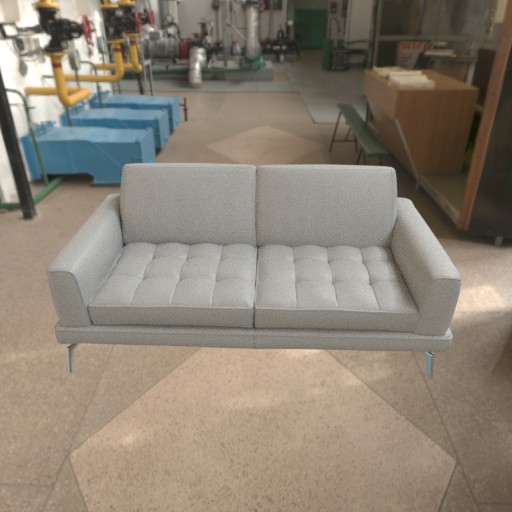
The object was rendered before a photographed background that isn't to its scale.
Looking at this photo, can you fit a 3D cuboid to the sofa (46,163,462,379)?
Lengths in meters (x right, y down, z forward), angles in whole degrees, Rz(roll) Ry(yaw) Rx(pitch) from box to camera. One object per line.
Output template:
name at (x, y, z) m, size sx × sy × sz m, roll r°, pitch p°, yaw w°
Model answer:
sofa at (0.000, 0.000, 2.732) m, size 2.177 × 0.930 × 1.121 m, roll 1°, pitch 30°, yaw 2°
